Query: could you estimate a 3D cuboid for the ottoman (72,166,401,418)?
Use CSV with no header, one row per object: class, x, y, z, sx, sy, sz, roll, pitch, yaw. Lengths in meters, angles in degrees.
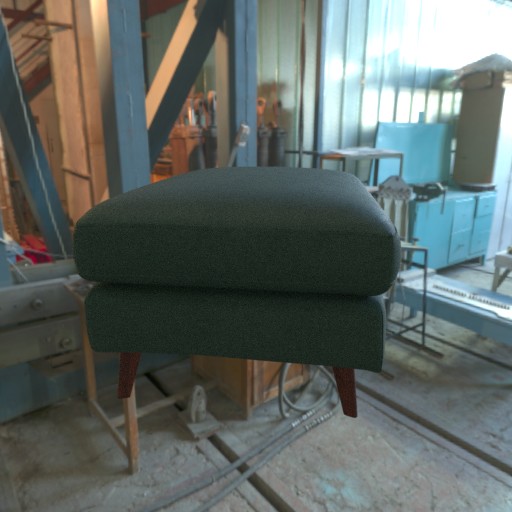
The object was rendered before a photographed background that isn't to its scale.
ottoman,0.000,0.000,1.181,0.608,0.449,0.811,2,16,7
